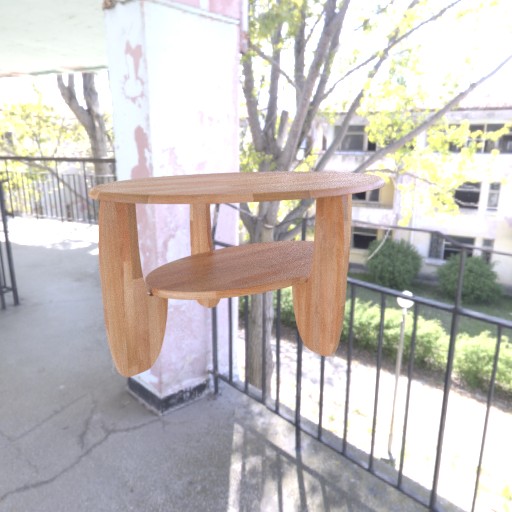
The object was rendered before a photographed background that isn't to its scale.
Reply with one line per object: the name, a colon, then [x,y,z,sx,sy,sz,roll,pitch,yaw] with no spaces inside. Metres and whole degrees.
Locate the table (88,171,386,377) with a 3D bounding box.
table: [0.000,0.000,1.435,1.040,0.490,0.690,-13,19,-42]
